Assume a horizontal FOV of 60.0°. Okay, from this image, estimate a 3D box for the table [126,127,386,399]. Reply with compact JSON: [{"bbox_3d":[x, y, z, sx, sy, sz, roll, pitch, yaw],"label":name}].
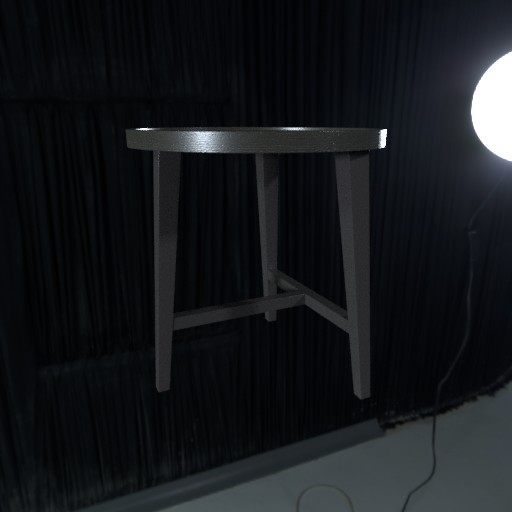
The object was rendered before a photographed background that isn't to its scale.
[{"bbox_3d":[0.000,0.000,0.961,0.500,0.531,0.500,0,17,0],"label":"table"}]
